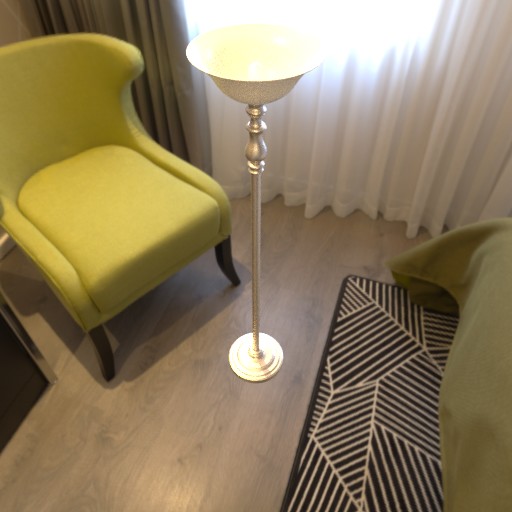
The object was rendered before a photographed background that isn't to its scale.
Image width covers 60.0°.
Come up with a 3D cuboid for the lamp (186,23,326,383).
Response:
[{"bbox_3d":[0.000,0.000,1.941,0.405,1.771,0.405,-9,48,-8],"label":"lamp"}]
